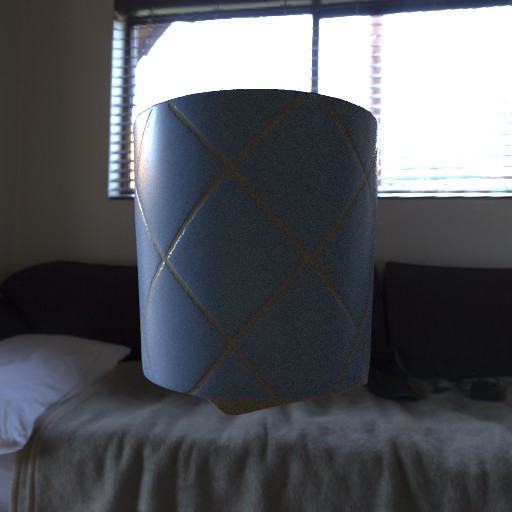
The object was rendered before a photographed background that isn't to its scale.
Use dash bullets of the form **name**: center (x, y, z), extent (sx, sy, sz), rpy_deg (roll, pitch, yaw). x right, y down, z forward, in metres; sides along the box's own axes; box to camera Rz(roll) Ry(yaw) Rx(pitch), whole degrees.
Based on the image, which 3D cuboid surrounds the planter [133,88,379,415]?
- **planter**: center (0.000, 0.000, 0.422), extent (0.227, 0.235, 0.227), rpy_deg (0, -1, 0)
